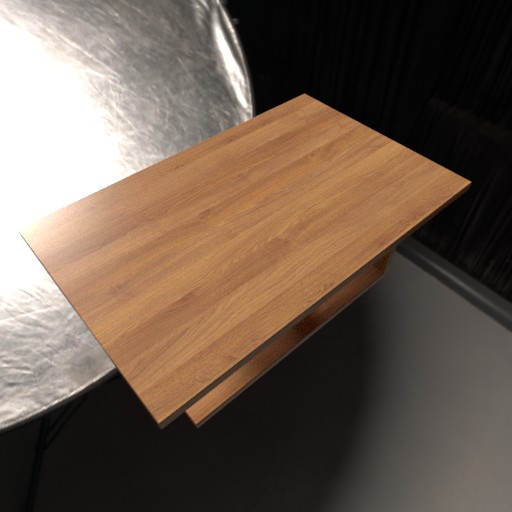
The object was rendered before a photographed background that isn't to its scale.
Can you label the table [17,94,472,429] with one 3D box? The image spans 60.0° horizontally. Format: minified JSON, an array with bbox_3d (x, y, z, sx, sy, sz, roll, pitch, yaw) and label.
[{"bbox_3d":[0.000,0.000,1.422,1.100,0.442,0.700,-33,56,-26],"label":"table"}]
